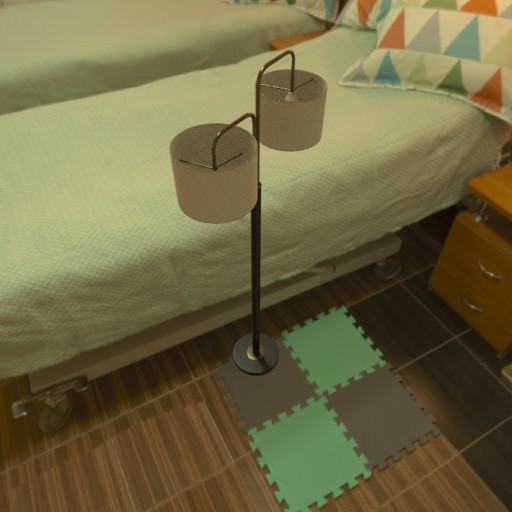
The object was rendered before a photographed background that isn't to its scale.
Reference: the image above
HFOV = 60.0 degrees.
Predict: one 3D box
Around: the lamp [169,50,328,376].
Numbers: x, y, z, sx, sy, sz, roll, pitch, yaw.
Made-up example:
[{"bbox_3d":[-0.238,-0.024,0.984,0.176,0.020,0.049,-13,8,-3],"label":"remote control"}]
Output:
[{"bbox_3d":[0.000,0.000,1.887,0.254,1.587,0.711,24,51,22],"label":"lamp"}]
